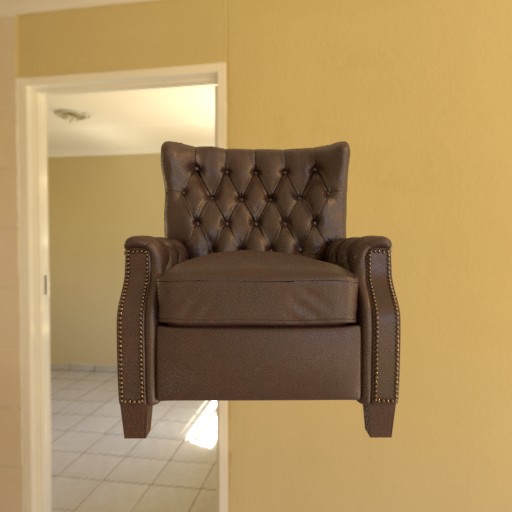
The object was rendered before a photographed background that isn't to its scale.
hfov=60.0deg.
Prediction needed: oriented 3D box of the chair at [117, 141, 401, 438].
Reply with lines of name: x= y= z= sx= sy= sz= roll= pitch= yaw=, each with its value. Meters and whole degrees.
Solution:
chair: x=0.000 y=0.000 z=1.437 sx=0.709 sy=0.864 sz=0.823 roll=0 pitch=1 yaw=-1
